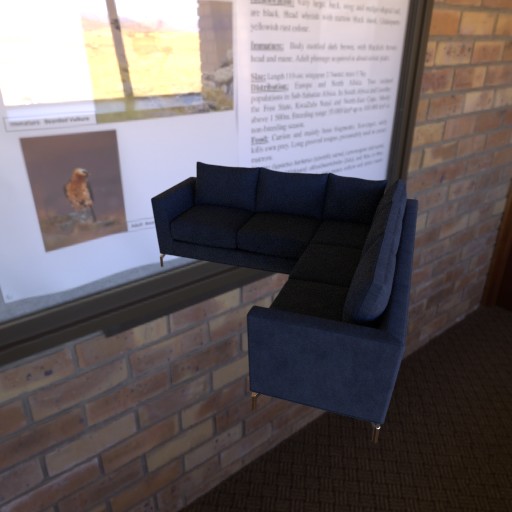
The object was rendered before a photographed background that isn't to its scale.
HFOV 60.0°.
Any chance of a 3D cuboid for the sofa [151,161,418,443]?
[{"bbox_3d":[0.000,0.000,3.746,2.472,0.988,2.463,9,27,18],"label":"sofa"}]
